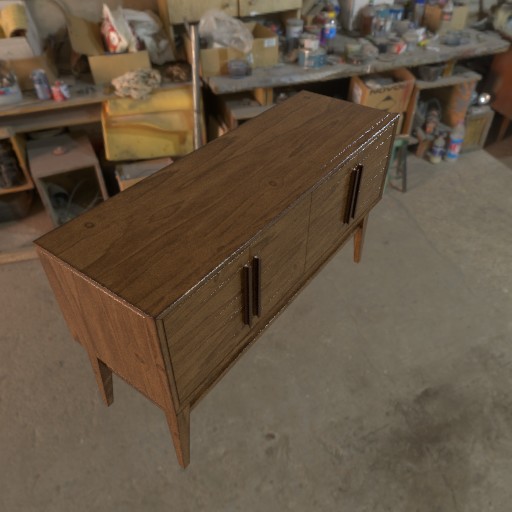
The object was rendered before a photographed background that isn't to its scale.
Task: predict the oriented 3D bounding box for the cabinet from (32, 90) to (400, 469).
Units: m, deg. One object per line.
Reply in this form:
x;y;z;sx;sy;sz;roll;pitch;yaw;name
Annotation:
0.000;0.000;1.748;0.477;0.802;1.363;25;47;27;cabinet
